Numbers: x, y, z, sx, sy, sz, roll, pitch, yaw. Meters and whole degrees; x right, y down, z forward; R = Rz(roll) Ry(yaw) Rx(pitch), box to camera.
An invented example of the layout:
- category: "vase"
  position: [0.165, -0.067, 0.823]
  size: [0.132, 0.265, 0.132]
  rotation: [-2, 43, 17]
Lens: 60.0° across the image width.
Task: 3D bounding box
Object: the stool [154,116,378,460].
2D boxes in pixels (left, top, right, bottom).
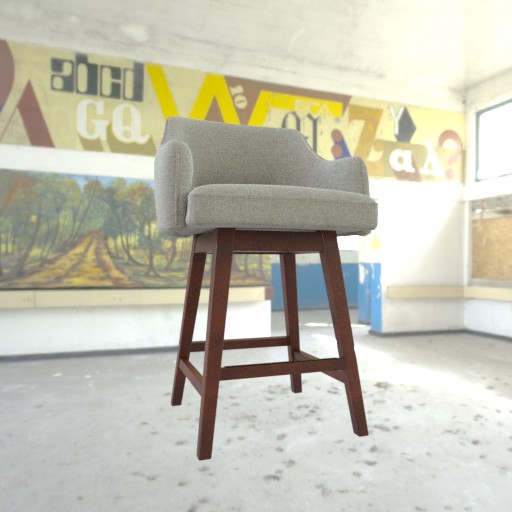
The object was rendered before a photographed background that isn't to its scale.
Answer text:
- category: "stool"
  position: [0.000, 0.000, 1.327]
  size: [0.599, 0.944, 0.558]
  rotation: [0, -1, -19]
